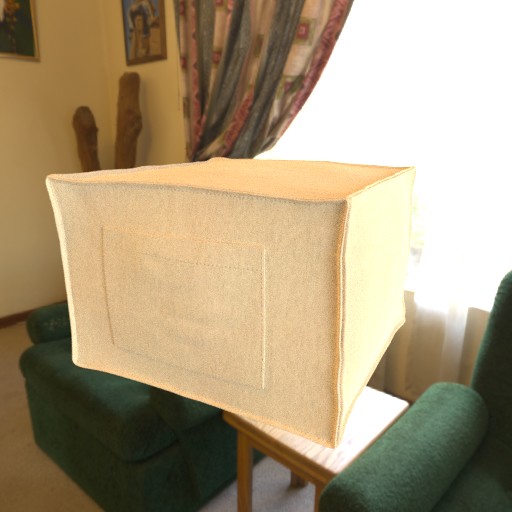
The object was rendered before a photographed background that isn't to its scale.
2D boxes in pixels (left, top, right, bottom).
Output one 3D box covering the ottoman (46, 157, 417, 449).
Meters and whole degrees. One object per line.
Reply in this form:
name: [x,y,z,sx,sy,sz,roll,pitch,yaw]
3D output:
ottoman: [0.000,0.000,1.146,0.707,0.470,0.696,8,17,26]
